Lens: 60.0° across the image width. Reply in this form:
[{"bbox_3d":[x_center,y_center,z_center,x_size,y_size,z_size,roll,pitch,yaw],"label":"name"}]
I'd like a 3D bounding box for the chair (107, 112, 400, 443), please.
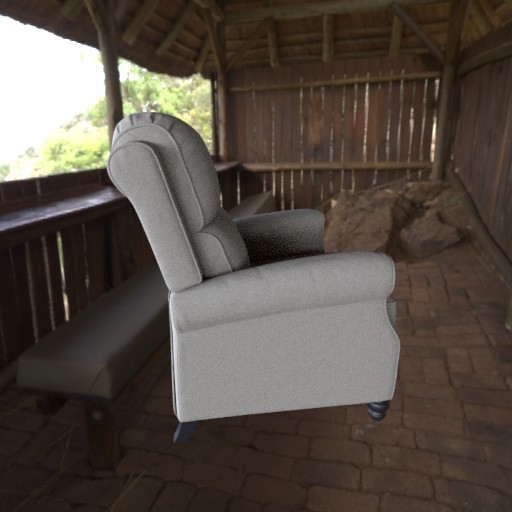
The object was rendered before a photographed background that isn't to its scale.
[{"bbox_3d":[0.000,0.000,1.705,0.919,1.046,0.859,-3,17,-8],"label":"chair"}]
